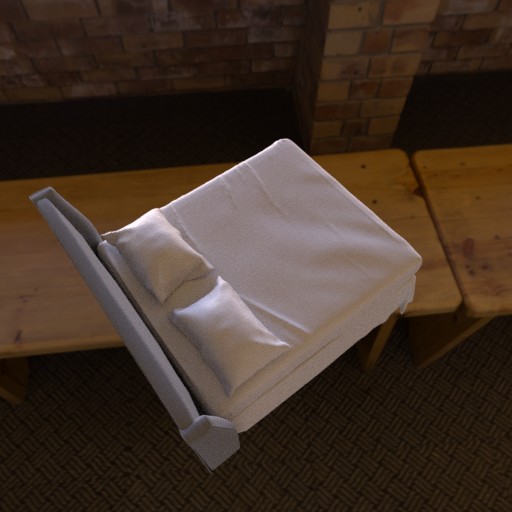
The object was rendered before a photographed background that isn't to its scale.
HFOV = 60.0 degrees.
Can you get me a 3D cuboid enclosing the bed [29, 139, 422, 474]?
[{"bbox_3d":[0.000,0.000,3.374,2.276,1.332,1.925,-33,64,-18],"label":"bed"}]
